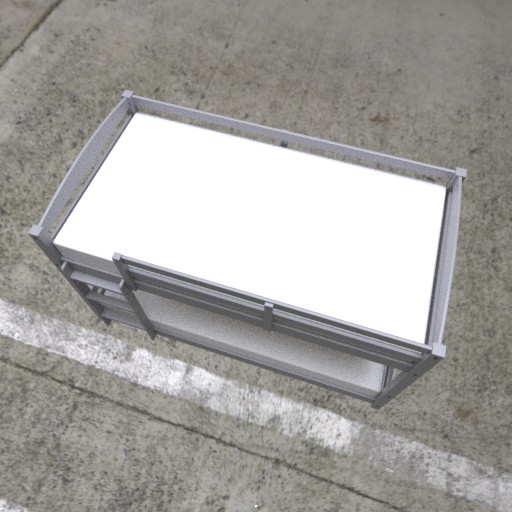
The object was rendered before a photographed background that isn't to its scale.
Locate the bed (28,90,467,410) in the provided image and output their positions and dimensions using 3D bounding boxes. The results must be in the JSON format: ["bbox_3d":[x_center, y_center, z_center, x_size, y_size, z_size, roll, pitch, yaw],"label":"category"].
[{"bbox_3d":[0.000,0.000,2.745,2.013,1.206,1.105,16,62,9],"label":"bed"}]
